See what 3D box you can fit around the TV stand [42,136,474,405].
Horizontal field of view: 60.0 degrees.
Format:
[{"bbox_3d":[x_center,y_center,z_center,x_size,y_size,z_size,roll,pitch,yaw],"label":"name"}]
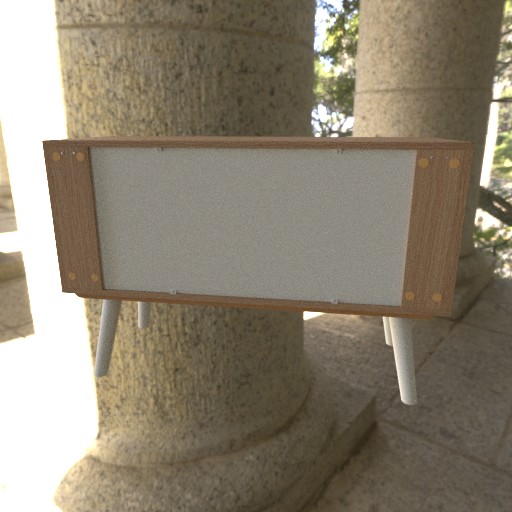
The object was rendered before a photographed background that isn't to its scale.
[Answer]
[{"bbox_3d":[0.000,0.000,1.288,0.991,0.660,0.407,3,17,8],"label":"TV stand"}]
